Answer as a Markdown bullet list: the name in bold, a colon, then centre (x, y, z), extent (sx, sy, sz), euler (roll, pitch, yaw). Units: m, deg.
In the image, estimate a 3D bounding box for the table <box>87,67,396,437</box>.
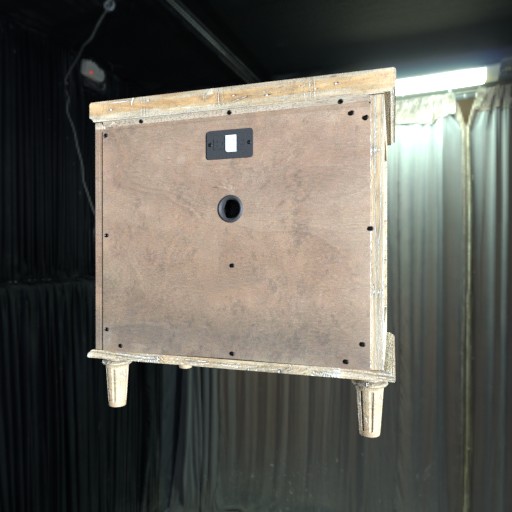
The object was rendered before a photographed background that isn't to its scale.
- **table**: centre (0.000, 0.000, 1.145), extent (0.686, 0.711, 0.457), euler (0, 0, 17)
